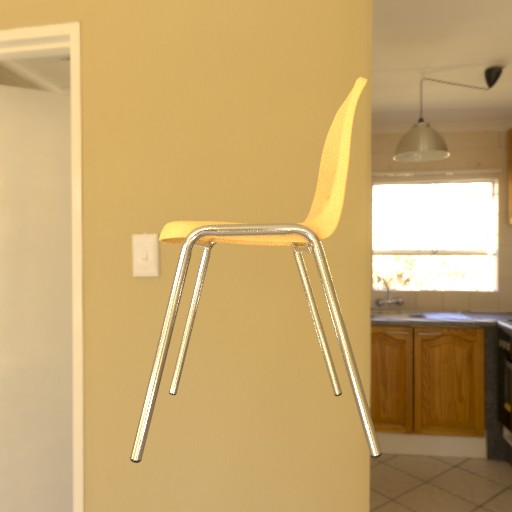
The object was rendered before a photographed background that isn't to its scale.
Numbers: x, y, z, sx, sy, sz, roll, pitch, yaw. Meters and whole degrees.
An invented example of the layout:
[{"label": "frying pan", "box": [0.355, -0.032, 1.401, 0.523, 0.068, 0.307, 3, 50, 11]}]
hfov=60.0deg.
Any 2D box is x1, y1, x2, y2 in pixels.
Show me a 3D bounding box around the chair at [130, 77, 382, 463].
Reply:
[{"label": "chair", "box": [0.000, 0.000, 0.941, 0.436, 0.704, 0.381, 0, 0, -1]}]
